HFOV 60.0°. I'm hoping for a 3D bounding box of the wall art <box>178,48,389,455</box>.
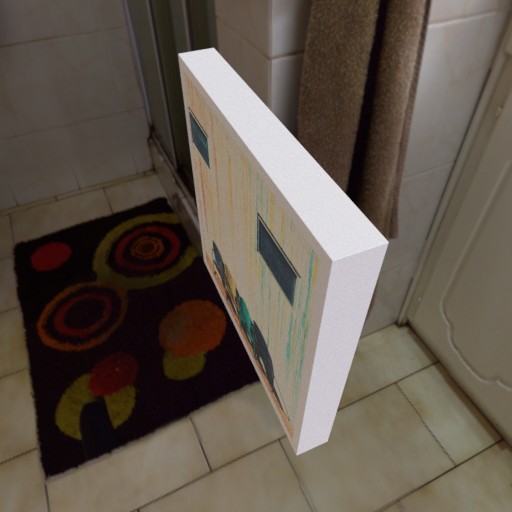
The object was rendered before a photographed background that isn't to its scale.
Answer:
[{"bbox_3d":[0.000,0.000,0.460,0.038,0.305,0.305,-17,49,-16],"label":"wall art"}]
